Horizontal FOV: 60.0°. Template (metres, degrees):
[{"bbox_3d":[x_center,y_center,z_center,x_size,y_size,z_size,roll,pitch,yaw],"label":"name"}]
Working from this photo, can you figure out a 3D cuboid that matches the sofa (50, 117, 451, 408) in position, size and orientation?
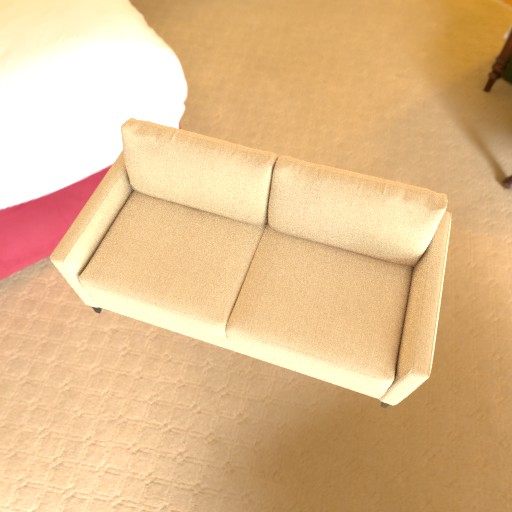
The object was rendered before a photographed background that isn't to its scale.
[{"bbox_3d":[0.000,0.000,2.103,1.651,0.812,0.839,16,60,10],"label":"sofa"}]
